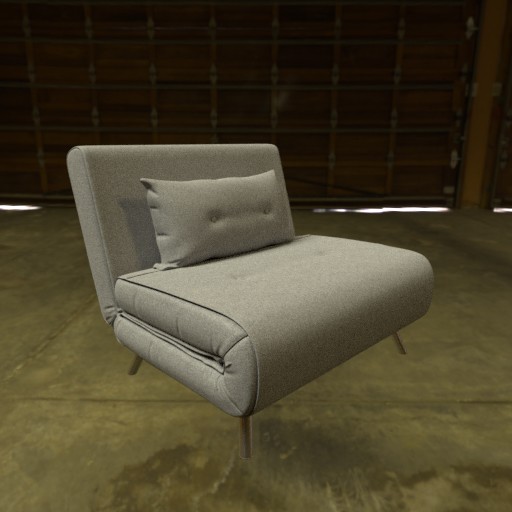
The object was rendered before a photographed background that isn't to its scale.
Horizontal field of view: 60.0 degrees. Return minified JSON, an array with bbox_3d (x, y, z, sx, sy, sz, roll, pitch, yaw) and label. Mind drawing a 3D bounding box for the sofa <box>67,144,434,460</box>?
[{"bbox_3d":[0.000,0.000,1.707,1.020,0.825,1.000,-14,20,-42],"label":"sofa"}]
